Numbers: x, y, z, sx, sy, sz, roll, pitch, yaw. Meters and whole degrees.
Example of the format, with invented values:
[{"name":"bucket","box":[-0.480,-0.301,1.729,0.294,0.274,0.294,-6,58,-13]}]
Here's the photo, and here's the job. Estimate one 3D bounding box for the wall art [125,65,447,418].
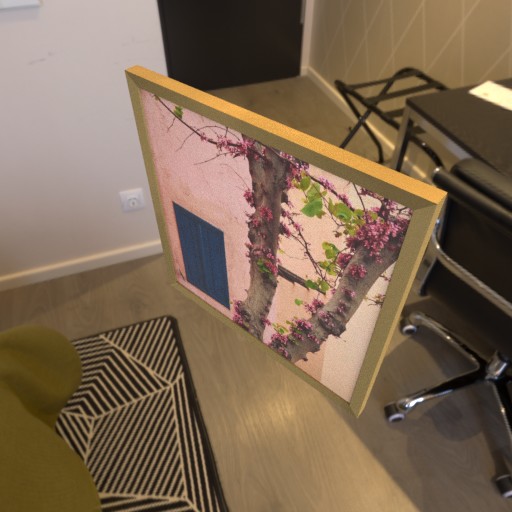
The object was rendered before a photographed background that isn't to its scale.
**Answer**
[{"name":"wall art","box":[0.000,0.000,1.138,0.762,0.762,0.038,31,53,27]}]
